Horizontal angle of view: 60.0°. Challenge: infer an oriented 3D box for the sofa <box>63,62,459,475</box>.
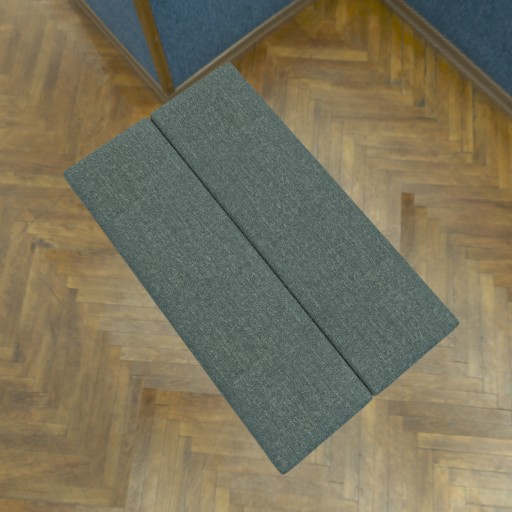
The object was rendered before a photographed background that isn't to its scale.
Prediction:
[{"bbox_3d":[0.000,0.000,1.627,0.782,0.417,1.198,-37,79,-8],"label":"sofa"}]
